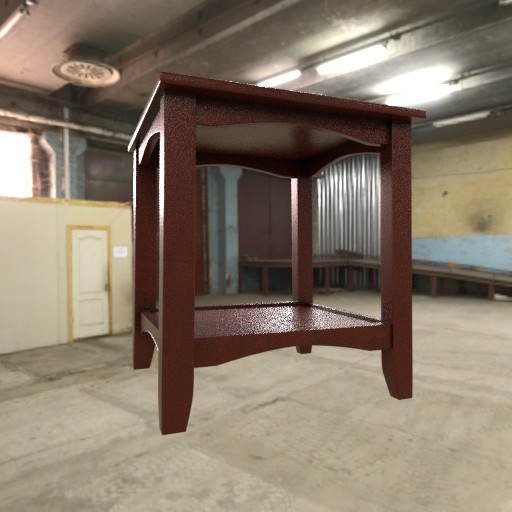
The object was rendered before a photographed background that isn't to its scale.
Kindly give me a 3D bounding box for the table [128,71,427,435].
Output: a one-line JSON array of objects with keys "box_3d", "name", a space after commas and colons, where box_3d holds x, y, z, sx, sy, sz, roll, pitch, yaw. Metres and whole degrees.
[{"box_3d": [0.000, 0.000, 0.987, 0.523, 0.558, 0.522, 0, 1, -19], "name": "table"}]
